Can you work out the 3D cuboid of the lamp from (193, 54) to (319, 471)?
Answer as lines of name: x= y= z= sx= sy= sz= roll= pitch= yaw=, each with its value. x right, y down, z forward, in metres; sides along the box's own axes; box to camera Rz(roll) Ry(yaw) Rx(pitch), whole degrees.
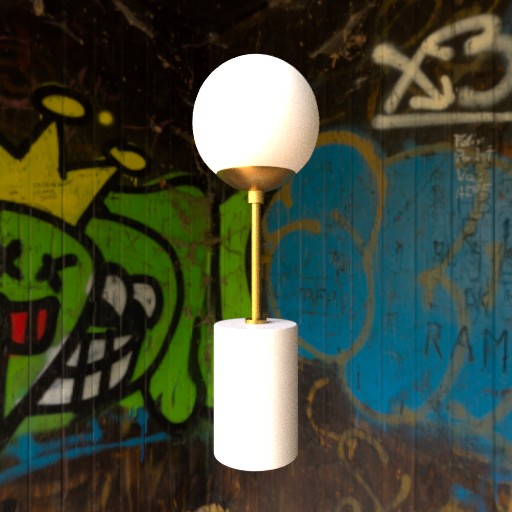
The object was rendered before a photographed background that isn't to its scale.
lamp: x=0.000 y=0.000 z=0.544 sx=0.153 sy=0.480 sz=0.153 roll=0 pitch=0 yaw=0
